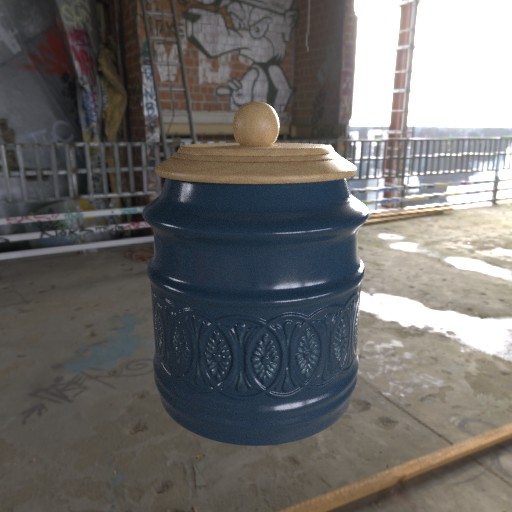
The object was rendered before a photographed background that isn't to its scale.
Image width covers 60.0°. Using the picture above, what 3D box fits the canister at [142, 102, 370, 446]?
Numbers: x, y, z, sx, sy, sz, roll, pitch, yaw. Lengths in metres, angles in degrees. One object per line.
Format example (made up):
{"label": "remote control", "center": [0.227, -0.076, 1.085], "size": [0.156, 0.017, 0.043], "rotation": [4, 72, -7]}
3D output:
{"label": "canister", "center": [0.000, 0.000, 0.268], "size": [0.130, 0.176, 0.130], "rotation": [0, 16, 0]}
